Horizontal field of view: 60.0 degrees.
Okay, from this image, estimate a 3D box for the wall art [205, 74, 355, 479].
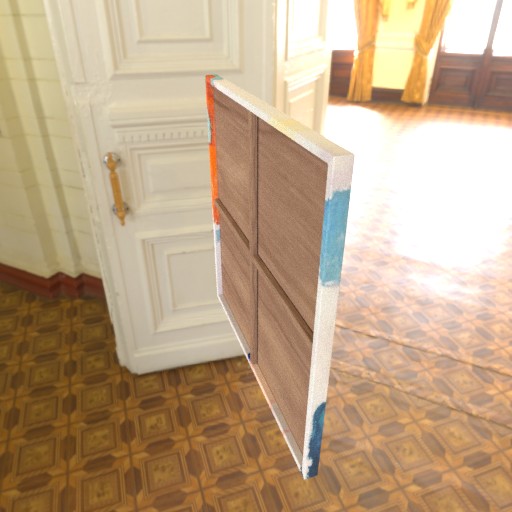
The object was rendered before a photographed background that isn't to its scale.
[{"bbox_3d":[0.000,0.000,1.211,0.037,0.814,0.814,-10,32,-17],"label":"wall art"}]
